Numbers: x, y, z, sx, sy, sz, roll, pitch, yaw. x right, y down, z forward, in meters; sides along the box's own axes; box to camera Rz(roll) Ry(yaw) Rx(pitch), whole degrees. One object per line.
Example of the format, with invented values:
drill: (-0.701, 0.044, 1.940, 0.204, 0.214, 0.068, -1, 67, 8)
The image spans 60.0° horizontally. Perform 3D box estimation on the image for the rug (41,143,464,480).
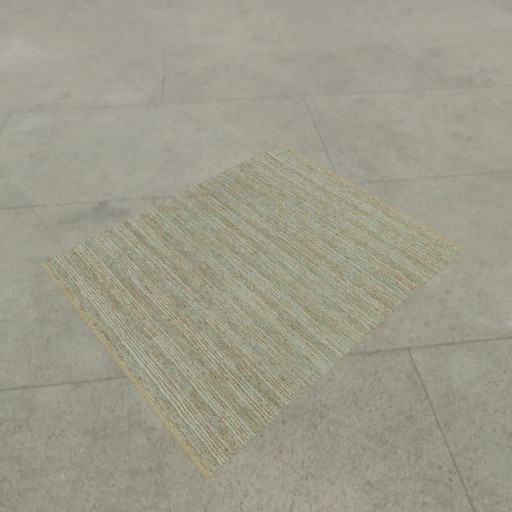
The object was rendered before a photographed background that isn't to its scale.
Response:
rug: (0.000, 0.000, 4.076, 3.034, 0.012, 2.471, -33, 54, -28)
